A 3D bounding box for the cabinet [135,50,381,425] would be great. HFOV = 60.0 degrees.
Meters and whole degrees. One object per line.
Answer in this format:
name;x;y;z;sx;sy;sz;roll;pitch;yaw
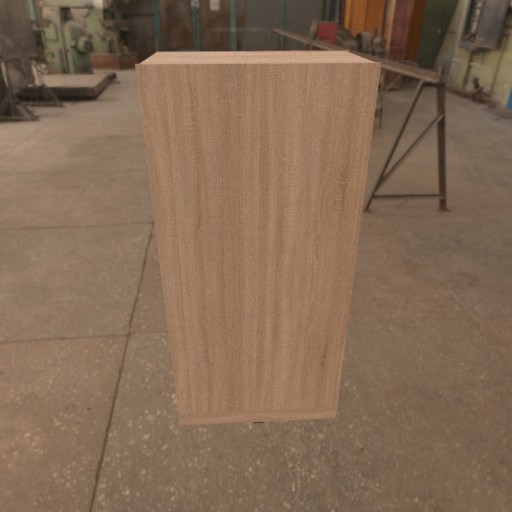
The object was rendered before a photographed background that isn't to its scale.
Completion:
cabinet;0.000;0.000;2.570;1.001;2.121;0.590;-2;30;-3
